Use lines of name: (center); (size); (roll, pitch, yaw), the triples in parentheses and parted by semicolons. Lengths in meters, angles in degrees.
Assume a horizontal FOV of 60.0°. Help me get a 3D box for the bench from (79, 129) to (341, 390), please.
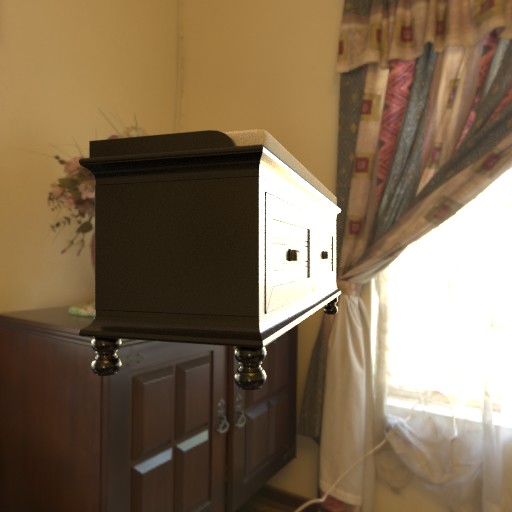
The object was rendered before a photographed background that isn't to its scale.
bench: (0.000, 0.000, 1.428); (0.402, 0.501, 1.185); (0, 0, 18)
